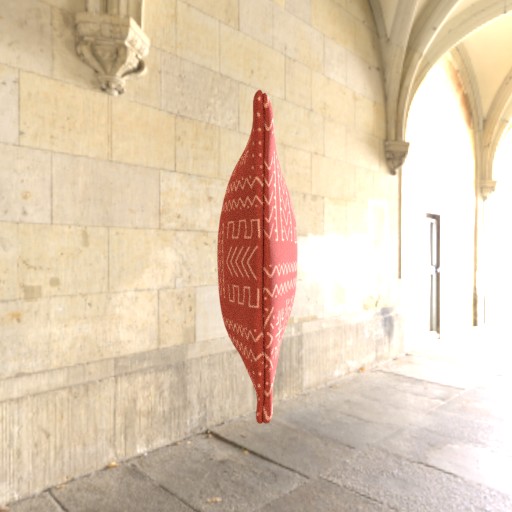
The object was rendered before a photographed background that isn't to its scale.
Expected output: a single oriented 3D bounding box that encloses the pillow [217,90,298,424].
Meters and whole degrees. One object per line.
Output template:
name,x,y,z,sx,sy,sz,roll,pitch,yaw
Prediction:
pillow,0.000,0.000,0.774,0.130,0.352,0.640,0,0,0
